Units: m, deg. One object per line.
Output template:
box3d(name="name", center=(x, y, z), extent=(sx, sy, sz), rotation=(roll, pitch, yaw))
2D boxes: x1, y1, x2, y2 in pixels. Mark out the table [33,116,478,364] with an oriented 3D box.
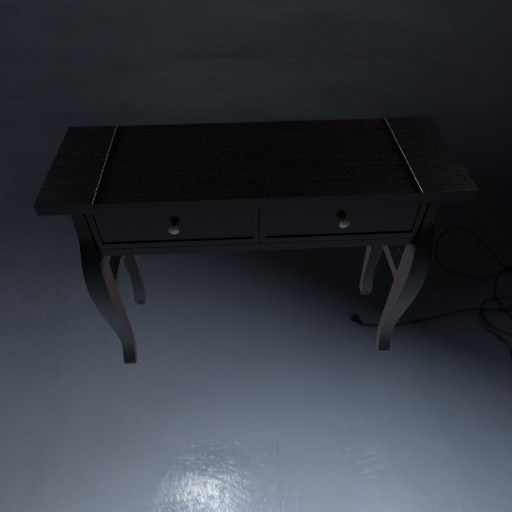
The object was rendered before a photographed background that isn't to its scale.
box3d(name="table", center=(0.000, 0.000, 1.454), extent=(1.062, 0.768, 0.373), rotation=(-2, 46, -2))
